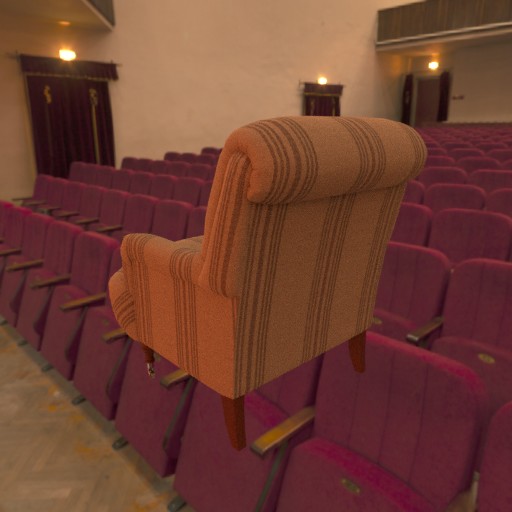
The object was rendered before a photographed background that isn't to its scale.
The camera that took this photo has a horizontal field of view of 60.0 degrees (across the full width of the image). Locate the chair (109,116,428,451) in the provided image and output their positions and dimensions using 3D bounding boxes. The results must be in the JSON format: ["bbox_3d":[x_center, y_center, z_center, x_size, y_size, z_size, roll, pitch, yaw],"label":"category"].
[{"bbox_3d":[0.000,0.000,1.584,0.813,0.940,0.914,-15,22,-41],"label":"chair"}]
